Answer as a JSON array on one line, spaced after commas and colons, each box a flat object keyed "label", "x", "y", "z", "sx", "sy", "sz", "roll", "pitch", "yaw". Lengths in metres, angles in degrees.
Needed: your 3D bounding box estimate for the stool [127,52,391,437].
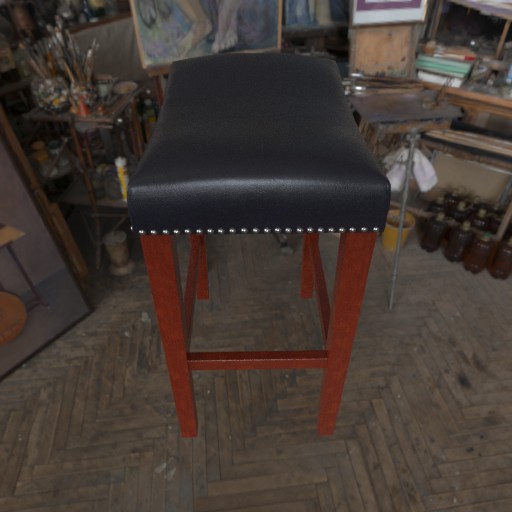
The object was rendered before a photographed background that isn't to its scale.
[{"label": "stool", "x": 0.000, "y": 0.000, "z": 1.000, "sx": 0.372, "sy": 0.742, "sz": 0.504, "roll": -1, "pitch": 42, "yaw": -1}]
